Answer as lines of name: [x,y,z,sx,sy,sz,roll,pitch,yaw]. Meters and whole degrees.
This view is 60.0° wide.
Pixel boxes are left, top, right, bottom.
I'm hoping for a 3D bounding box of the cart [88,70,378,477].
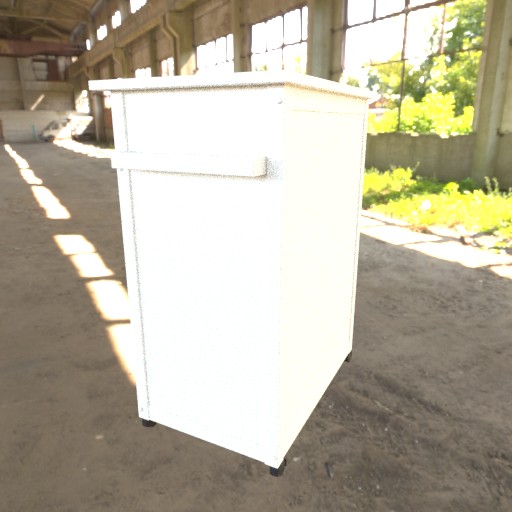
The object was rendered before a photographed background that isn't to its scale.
cart: [0.000,0.000,1.212,0.442,0.864,0.683,8,19,26]
